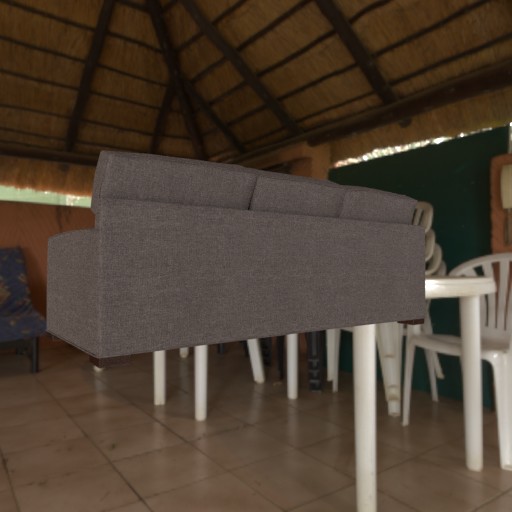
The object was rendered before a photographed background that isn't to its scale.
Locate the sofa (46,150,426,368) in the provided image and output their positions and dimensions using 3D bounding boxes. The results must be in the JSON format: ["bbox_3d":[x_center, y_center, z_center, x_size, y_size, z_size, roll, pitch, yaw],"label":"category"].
[{"bbox_3d":[0.000,0.000,2.933,2.369,0.978,1.004,1,-1,-37],"label":"sofa"}]
